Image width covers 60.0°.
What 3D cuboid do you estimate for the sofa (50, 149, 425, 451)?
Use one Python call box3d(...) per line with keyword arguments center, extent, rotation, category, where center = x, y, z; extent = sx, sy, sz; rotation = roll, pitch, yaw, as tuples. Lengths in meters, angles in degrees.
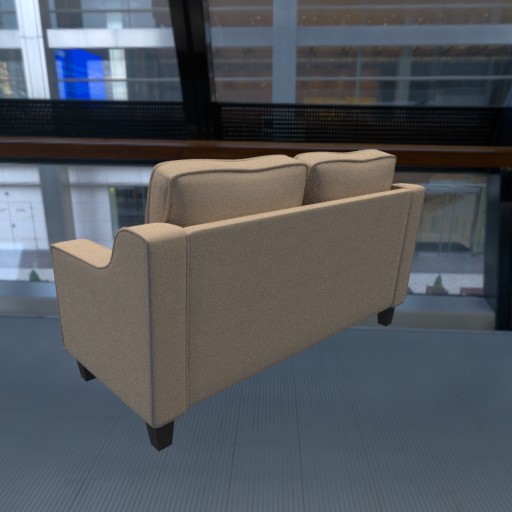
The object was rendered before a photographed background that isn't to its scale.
box3d(center=(0.000, 0.000, 3.397), extent=(2.587, 1.562, 1.351), rotation=(-15, 22, -41), category="sofa")
